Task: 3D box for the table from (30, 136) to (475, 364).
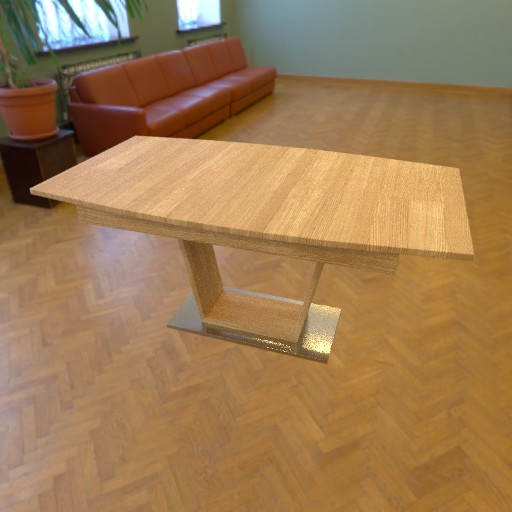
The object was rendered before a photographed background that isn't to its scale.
[{"bbox_3d":[0.000,0.000,2.013,1.598,0.748,0.900,10,32,16],"label":"table"}]
